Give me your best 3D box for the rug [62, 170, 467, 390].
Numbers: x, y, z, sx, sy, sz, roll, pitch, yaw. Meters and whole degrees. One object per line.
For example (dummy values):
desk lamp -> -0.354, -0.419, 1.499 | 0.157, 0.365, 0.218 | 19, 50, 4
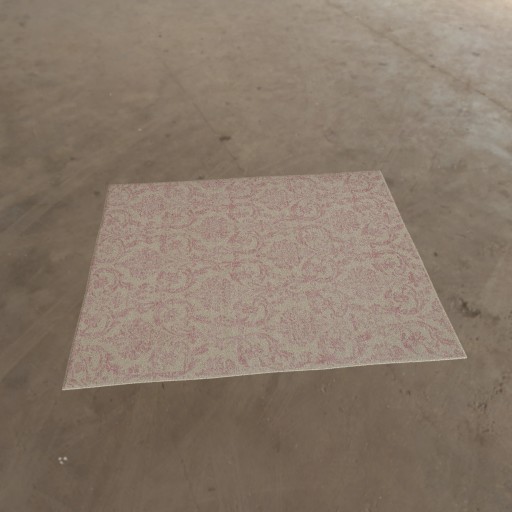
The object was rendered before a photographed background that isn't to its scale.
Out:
rug -> 0.000, 0.000, 4.045 | 2.980, 0.012, 2.363 | -4, 47, -3
